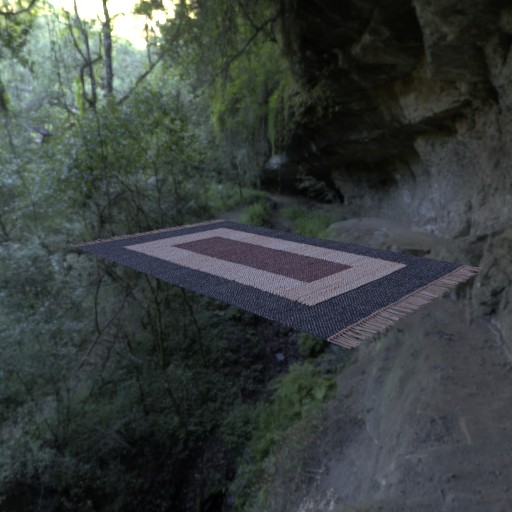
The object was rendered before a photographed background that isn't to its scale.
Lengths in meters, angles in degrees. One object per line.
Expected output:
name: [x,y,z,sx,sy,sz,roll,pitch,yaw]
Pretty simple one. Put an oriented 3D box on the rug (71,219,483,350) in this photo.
rug: [0.000,0.000,2.474,2.021,0.027,1.224,14,20,42]
